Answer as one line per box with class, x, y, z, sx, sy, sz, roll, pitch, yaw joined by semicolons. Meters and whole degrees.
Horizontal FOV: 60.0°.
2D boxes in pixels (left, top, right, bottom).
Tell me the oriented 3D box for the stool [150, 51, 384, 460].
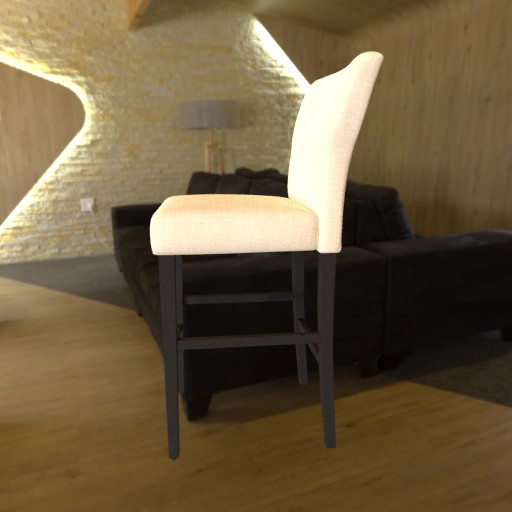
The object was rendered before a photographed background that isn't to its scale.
stool;0.000;0.000;1.398;0.603;1.124;0.516;-2;13;-6
